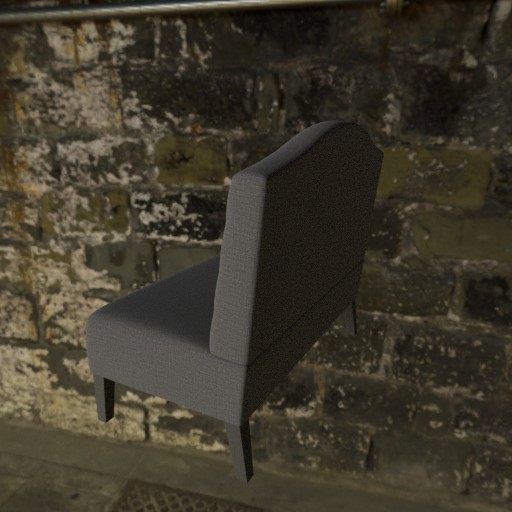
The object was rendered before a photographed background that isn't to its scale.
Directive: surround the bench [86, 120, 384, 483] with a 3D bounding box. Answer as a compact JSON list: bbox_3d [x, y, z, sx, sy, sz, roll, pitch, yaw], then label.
[{"bbox_3d":[0.000,0.000,2.024,0.815,1.180,1.335,9,19,27],"label":"bench"}]
